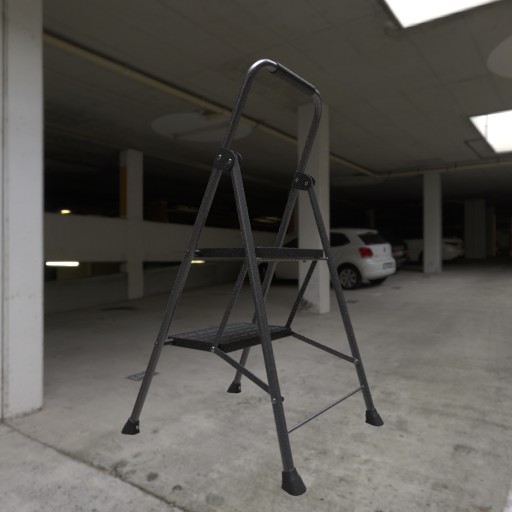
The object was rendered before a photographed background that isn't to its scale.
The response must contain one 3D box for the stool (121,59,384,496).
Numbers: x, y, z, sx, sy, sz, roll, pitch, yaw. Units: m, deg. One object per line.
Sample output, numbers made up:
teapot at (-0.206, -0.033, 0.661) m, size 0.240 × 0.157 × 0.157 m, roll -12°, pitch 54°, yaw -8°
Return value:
stool at (0.000, 0.000, 1.129) m, size 0.514 × 0.872 × 0.450 m, roll 0°, pitch 0°, yaw 36°
